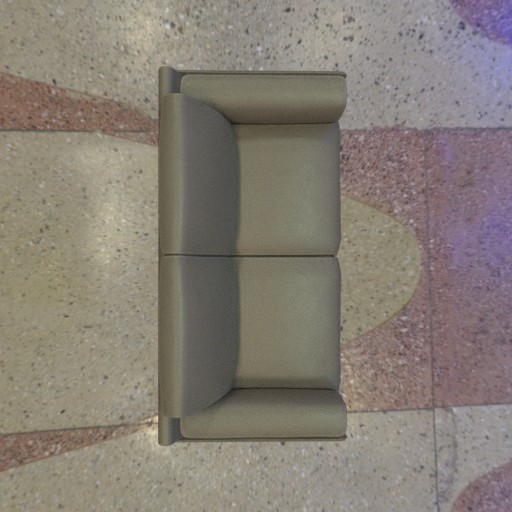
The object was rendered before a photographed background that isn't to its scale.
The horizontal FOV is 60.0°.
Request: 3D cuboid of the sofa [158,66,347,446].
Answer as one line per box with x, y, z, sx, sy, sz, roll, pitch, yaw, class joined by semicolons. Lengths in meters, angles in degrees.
0.000;0.000;2.610;1.049;0.930;2.101;0;90;-1;sofa
